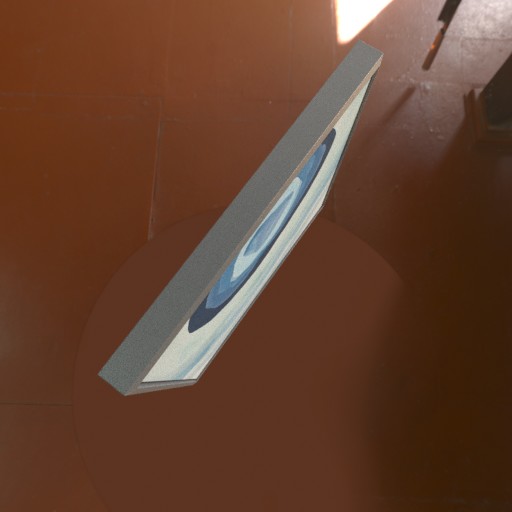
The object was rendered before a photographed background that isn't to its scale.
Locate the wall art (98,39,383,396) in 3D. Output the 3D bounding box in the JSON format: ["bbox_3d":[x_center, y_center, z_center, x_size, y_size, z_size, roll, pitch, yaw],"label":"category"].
[{"bbox_3d":[0.000,0.000,0.517,0.028,0.349,0.349,35,78,9],"label":"wall art"}]
